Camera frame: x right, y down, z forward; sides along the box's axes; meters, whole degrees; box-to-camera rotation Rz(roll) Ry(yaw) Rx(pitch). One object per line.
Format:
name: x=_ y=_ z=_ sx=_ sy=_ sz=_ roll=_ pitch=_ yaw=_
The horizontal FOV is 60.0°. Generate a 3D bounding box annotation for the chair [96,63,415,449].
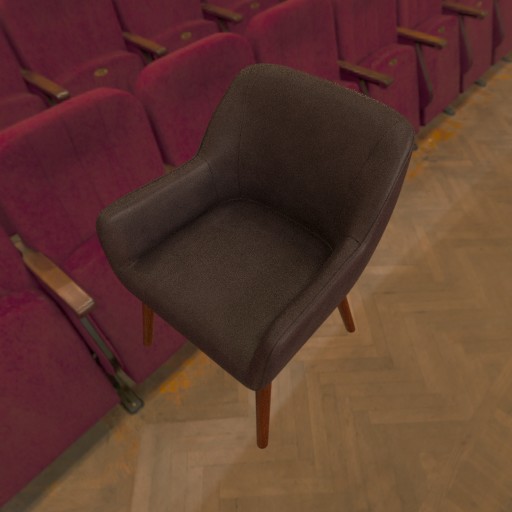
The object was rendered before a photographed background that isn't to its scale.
chair: x=0.000 y=0.000 z=1.270 sx=0.610 sy=0.828 sz=0.610 roll=33 pitch=55 yaw=27
